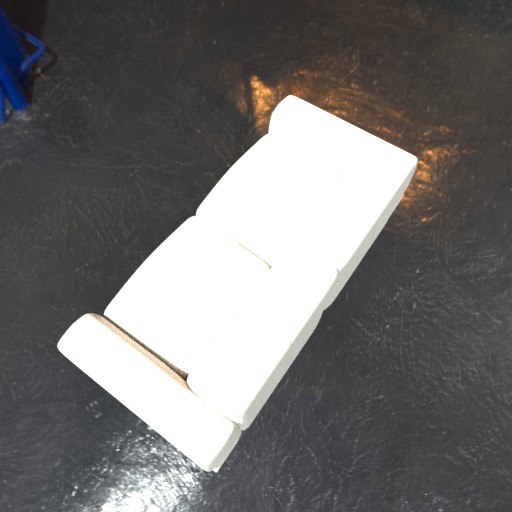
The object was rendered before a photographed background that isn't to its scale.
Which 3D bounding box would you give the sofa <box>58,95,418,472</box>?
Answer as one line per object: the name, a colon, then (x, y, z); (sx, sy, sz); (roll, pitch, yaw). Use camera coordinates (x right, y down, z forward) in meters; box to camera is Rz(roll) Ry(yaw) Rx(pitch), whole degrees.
sofa: (0.000, 0.000, 2.326); (0.900, 0.772, 1.901); (32, 67, 15)
